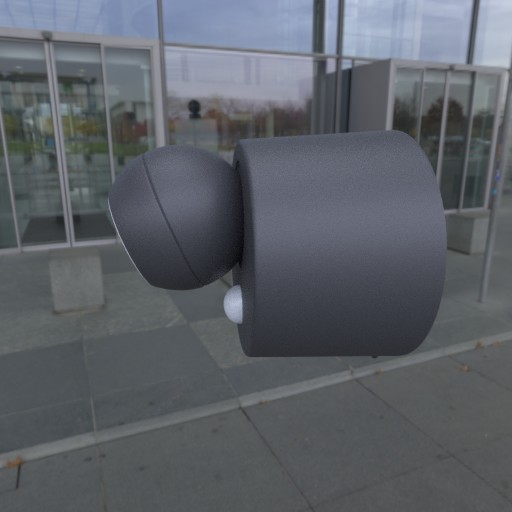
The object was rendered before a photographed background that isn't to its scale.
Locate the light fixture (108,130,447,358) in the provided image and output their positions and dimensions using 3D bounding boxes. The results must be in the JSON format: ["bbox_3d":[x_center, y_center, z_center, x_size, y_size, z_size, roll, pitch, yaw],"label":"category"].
[{"bbox_3d":[0.000,0.000,0.261,0.160,0.143,0.134,-2,15,-8],"label":"light fixture"}]
